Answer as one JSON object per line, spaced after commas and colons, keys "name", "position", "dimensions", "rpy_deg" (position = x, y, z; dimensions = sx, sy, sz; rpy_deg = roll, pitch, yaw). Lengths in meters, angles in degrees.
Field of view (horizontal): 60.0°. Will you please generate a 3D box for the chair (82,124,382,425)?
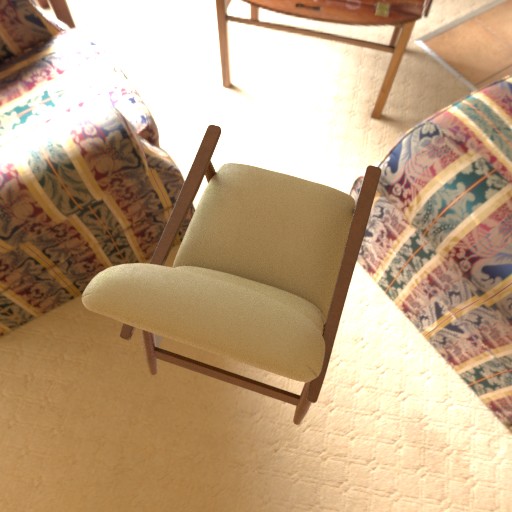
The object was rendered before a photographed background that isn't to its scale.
{"name": "chair", "position": [0.000, 0.000, 1.744], "dimensions": [0.762, 1.082, 1.014], "rpy_deg": [17, 65, 8]}
